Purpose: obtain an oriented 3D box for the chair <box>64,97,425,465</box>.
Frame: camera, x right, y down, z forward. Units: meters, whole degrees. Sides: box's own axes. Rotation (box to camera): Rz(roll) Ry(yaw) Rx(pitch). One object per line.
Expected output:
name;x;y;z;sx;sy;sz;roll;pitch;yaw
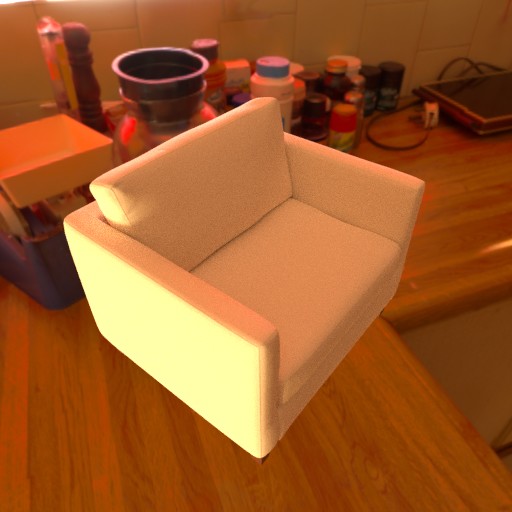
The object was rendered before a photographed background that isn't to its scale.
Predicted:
chair;0.000;0.000;1.701;0.878;0.885;1.019;28;48;28
